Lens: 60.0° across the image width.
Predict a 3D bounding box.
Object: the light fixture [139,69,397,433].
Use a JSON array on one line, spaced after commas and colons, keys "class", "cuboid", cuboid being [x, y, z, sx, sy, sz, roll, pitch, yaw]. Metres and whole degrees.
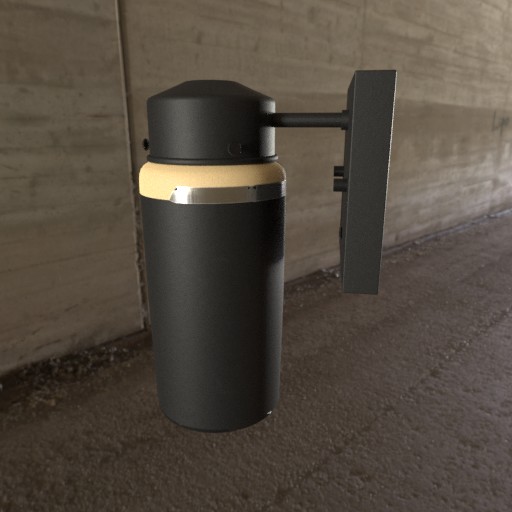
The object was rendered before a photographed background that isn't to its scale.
[{"class": "light fixture", "cuboid": [0.000, 0.000, 0.350, 0.176, 0.257, 0.130, 3, 17, 9]}]
